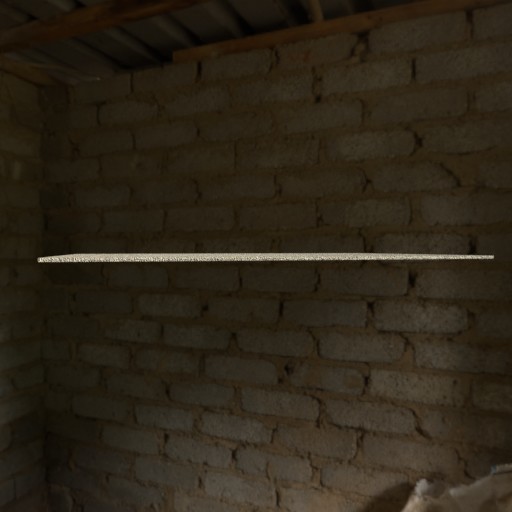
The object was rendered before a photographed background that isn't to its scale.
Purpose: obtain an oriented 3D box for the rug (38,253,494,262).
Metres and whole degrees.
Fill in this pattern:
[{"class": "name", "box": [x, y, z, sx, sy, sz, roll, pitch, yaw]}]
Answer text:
[{"class": "rug", "box": [0.000, 0.000, 2.841, 2.297, 0.018, 1.532, 0, 1, -17]}]
